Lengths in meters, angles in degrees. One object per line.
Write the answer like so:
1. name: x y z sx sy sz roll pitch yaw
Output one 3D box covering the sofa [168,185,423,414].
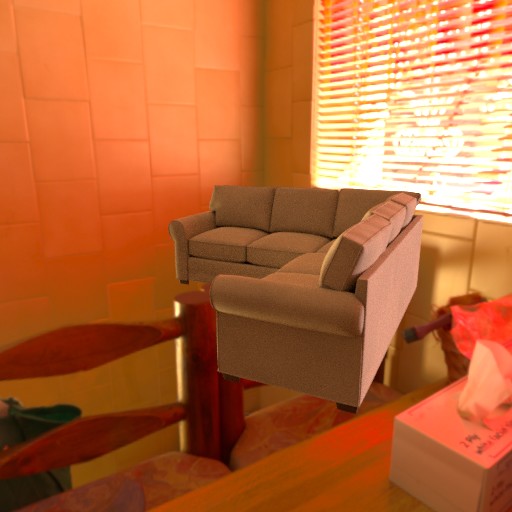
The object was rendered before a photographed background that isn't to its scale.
1. sofa: 0.000 0.000 3.934 2.487 1.053 2.562 7 16 26
